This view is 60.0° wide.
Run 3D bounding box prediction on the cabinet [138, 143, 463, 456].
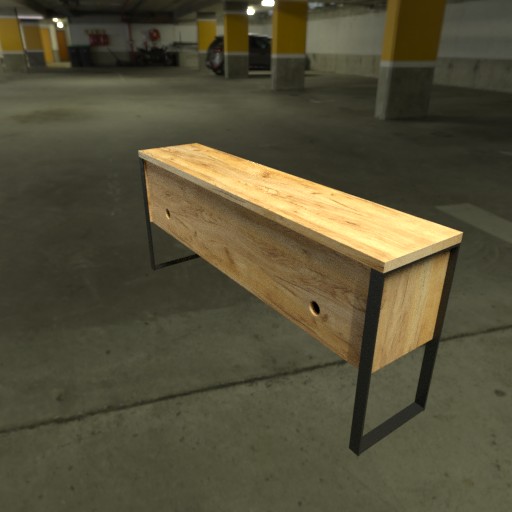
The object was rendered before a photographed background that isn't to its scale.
[{"bbox_3d":[0.000,0.000,2.166,0.395,0.762,1.800,-17,30,-32],"label":"cabinet"}]
